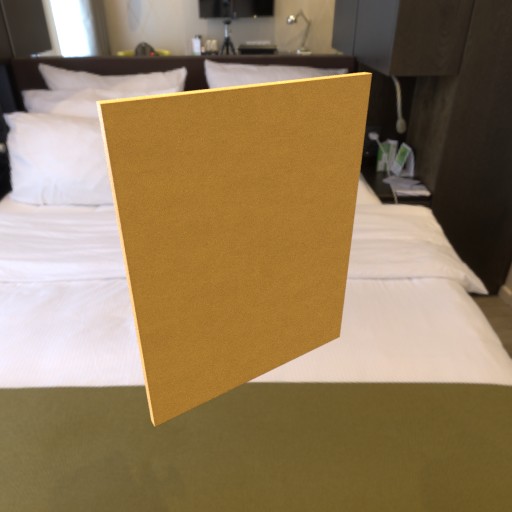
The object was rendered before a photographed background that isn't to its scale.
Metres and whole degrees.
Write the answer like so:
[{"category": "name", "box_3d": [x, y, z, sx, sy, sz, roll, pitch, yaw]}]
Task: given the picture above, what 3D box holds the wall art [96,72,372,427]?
[{"category": "wall art", "box_3d": [0.000, 0.000, 1.376, 0.798, 1.002, 0.030, -18, 35, -28]}]
